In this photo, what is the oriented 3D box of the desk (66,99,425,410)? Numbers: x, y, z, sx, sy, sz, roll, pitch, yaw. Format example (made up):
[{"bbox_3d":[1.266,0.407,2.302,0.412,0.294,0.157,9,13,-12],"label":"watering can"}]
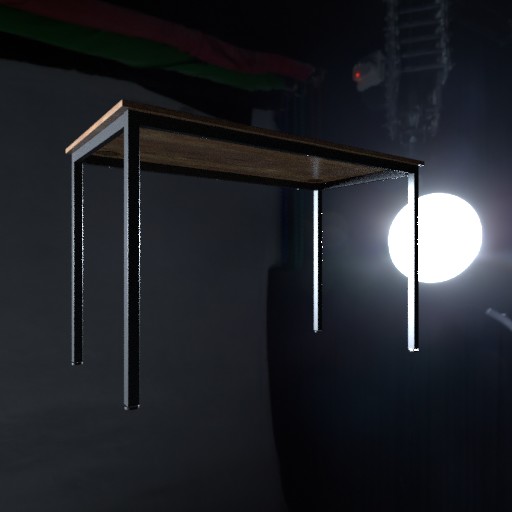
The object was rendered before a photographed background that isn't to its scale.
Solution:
[{"bbox_3d":[0.000,0.000,1.643,1.200,0.749,0.600,0,0,-35],"label":"desk"}]
